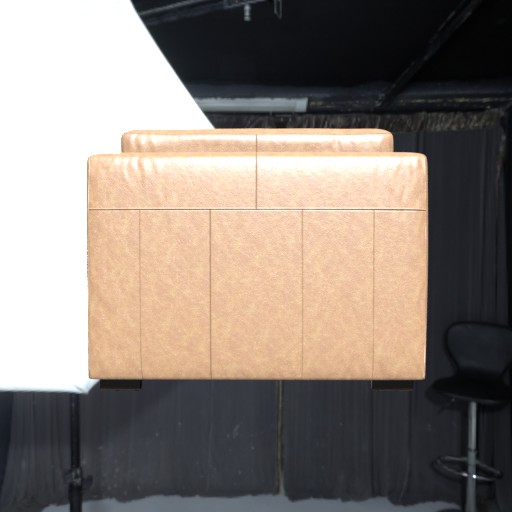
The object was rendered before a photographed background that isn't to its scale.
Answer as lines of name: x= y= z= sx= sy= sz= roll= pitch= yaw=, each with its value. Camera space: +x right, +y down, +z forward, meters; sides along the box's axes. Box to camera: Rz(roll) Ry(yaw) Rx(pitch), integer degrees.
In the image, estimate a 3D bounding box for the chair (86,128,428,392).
chair: x=0.000 y=0.000 z=2.038 sx=1.276 sy=0.978 sz=1.050 roll=0 pitch=1 yaw=0
